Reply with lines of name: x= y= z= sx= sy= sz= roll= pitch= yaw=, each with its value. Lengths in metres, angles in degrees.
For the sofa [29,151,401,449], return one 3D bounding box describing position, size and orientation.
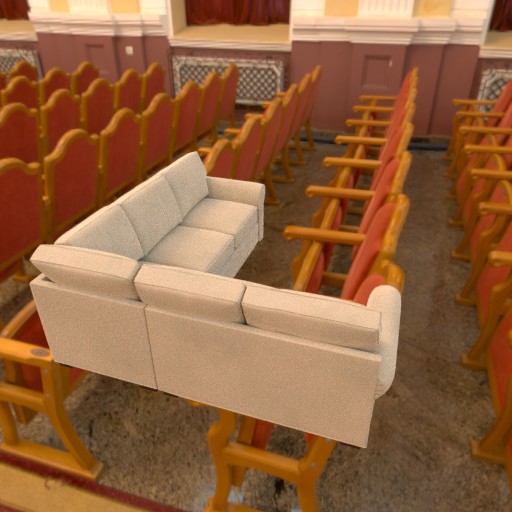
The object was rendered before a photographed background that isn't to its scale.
sofa: x=0.000 y=0.000 z=3.917 sx=2.487 sy=1.054 sz=2.569 roll=10 pitch=32 yaw=16
